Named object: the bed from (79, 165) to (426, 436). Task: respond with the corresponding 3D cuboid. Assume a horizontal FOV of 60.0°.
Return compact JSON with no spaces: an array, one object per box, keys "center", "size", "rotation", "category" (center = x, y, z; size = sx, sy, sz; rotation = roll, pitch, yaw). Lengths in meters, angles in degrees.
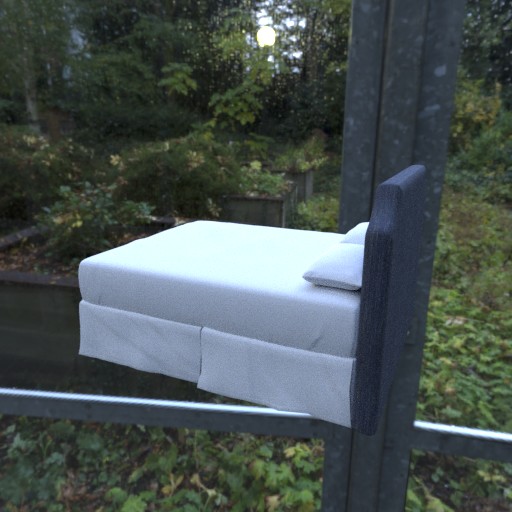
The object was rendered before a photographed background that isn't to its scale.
[{"center":[0.000,0.000,3.237],"size":[2.116,1.290,1.693],"rotation":[7,18,24],"category":"bed"}]
